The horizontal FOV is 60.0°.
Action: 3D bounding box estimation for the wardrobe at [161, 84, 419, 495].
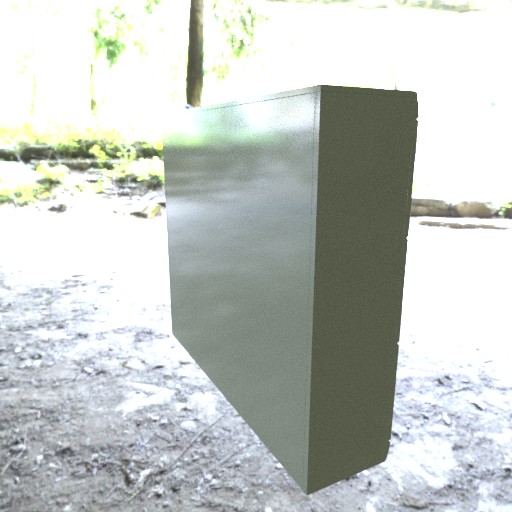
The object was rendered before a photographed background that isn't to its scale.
[{"bbox_3d":[0.000,0.000,1.868,0.360,1.200,1.340,-8,16,-27],"label":"wardrobe"}]
